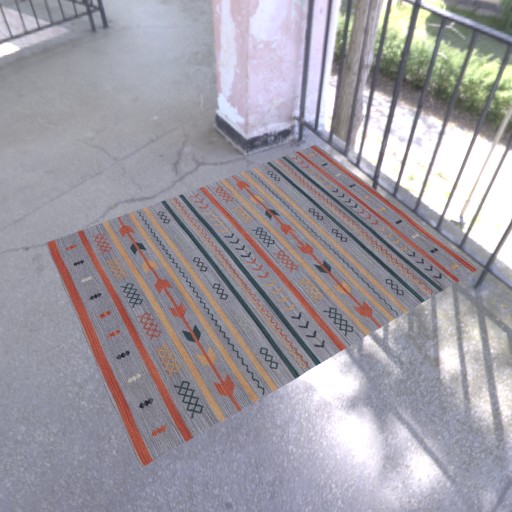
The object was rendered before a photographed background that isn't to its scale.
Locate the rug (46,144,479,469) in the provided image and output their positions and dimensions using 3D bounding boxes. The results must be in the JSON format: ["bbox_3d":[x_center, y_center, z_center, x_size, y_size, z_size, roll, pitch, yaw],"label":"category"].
[{"bbox_3d":[0.000,0.000,3.836,3.029,0.022,2.263,-24,51,-22],"label":"rug"}]
